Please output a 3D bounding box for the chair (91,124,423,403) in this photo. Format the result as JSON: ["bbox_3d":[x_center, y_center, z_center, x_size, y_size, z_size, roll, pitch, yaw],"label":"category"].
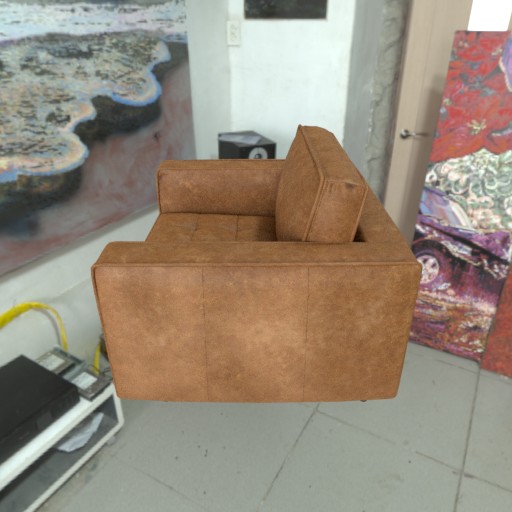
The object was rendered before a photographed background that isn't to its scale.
[{"bbox_3d":[0.000,0.000,1.513,0.798,0.767,0.928,0,28,0],"label":"chair"}]
